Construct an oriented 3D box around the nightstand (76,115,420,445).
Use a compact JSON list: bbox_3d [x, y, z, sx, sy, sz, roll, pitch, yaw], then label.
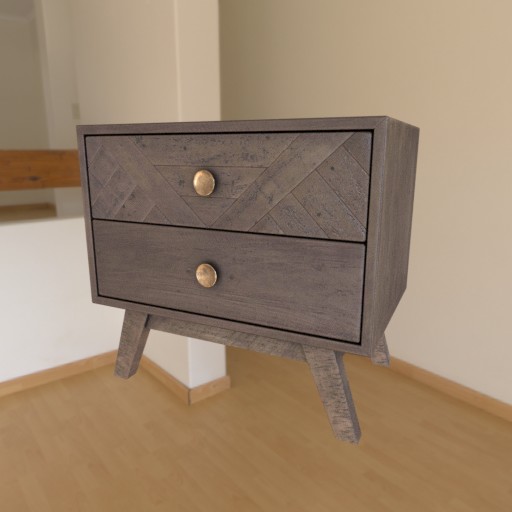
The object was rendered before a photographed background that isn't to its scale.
[{"bbox_3d":[0.000,0.000,1.067,0.650,0.599,0.450,6,15,25],"label":"nightstand"}]
